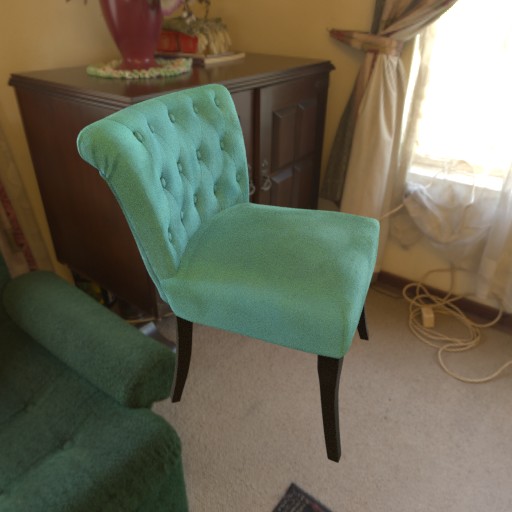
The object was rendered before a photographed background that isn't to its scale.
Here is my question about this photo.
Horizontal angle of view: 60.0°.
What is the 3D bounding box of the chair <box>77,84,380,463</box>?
[{"bbox_3d":[0.000,0.000,1.150,0.605,0.750,0.582,11,31,18],"label":"chair"}]
